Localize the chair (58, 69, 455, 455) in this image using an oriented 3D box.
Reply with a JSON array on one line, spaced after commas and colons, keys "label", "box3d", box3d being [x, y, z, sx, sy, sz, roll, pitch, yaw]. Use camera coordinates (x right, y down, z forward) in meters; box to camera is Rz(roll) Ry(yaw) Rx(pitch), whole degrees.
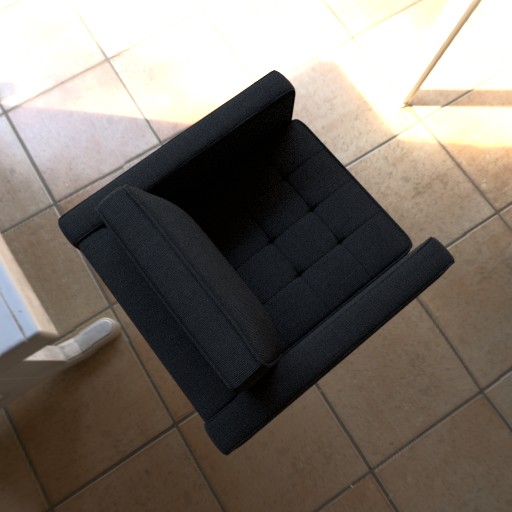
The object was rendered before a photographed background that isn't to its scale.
[{"label": "chair", "box3d": [0.000, 0.000, 1.563, 0.919, 0.770, 0.899, -38, 78, -9]}]
